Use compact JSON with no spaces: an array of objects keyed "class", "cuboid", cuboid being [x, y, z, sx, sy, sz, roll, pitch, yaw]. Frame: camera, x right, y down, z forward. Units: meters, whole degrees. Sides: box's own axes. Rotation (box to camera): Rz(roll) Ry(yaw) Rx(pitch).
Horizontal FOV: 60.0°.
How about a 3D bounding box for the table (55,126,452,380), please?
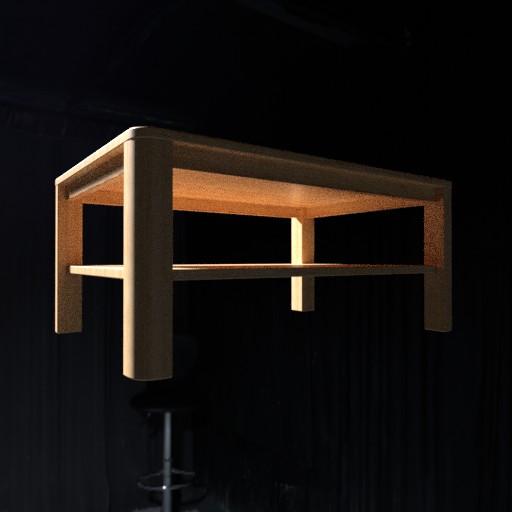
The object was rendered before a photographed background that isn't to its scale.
[{"class":"table","cuboid":[0.000,0.000,1.329,0.997,0.445,0.696,0,-1,-35]}]
